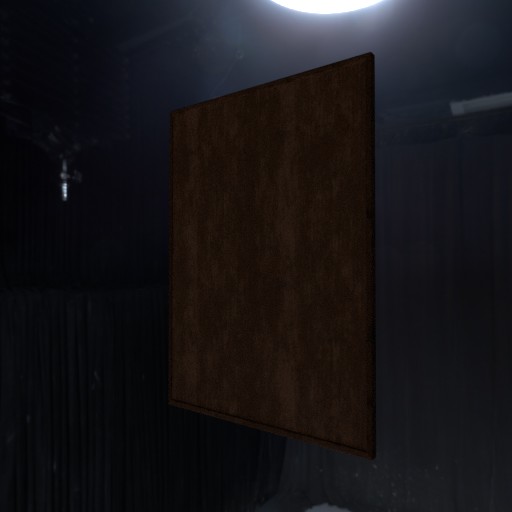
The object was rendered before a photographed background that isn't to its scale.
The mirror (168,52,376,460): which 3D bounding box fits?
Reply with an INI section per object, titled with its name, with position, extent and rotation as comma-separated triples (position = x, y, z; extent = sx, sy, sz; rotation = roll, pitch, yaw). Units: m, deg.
[mirror]
position = 0.000, 0.000, 1.436
extent = 0.796, 1.099, 0.028
rotation = -1, -1, 37
